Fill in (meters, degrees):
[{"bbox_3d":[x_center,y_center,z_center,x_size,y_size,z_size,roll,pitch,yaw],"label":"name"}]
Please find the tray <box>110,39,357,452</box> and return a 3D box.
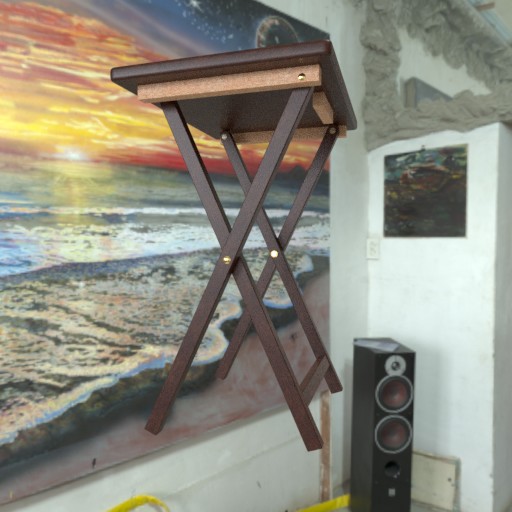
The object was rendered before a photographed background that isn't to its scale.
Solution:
[{"bbox_3d":[0.000,0.000,0.946,0.381,0.660,0.483,1,2,17],"label":"tray"}]
